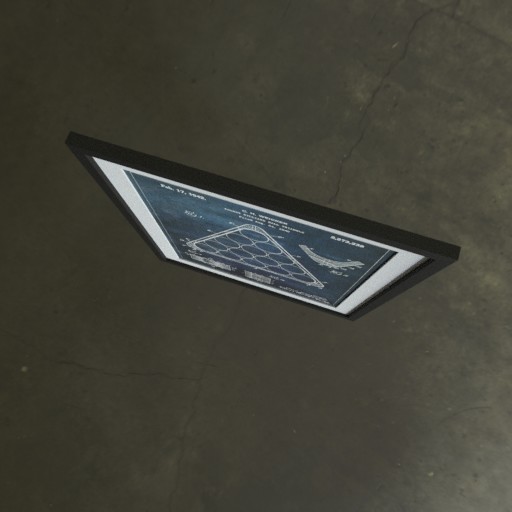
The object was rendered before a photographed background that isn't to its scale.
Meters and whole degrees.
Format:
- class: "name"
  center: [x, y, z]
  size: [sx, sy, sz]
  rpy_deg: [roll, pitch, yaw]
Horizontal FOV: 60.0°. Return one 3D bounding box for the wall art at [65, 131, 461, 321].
- class: "wall art"
  center: [0.000, 0.000, 1.229]
  size: [0.755, 0.863, 0.028]
  rpy_deg: [17, 75, 5]
